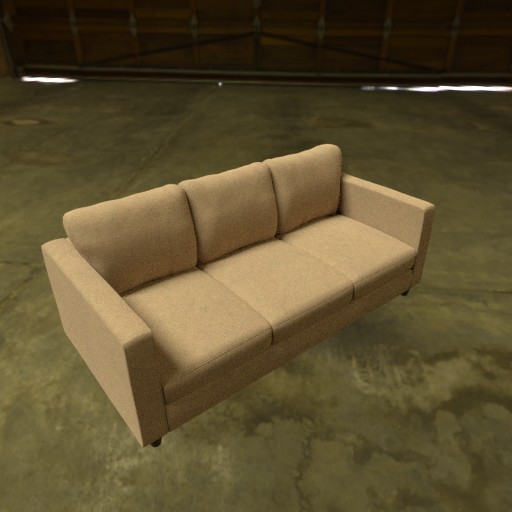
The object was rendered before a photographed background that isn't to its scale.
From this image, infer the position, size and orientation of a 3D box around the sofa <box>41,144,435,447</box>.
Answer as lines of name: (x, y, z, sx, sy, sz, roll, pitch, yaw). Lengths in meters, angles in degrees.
sofa: (0.000, 0.000, 2.353, 1.855, 0.800, 0.930, -22, 36, -33)
